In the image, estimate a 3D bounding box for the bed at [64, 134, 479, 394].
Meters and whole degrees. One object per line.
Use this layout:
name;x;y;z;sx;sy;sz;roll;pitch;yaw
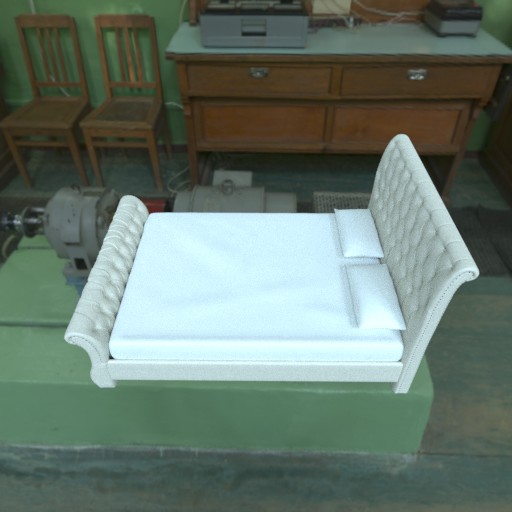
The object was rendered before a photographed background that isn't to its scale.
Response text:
bed;0.000;0.000;3.445;2.493;1.268;1.606;0;42;0
